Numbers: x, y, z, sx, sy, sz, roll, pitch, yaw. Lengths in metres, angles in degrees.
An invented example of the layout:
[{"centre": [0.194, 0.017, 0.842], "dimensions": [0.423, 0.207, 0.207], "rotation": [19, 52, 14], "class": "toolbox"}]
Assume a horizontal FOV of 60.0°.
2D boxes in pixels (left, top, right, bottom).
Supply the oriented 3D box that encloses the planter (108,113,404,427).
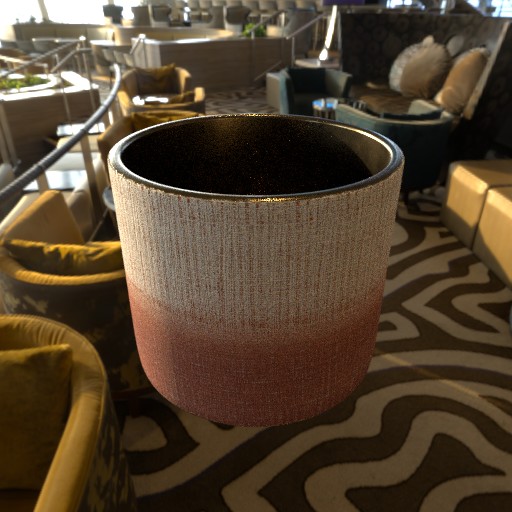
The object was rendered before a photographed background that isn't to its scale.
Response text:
[{"centre": [0.000, 0.000, 0.310], "dimensions": [0.178, 0.157, 0.178], "rotation": [0, 30, 0], "class": "planter"}]
